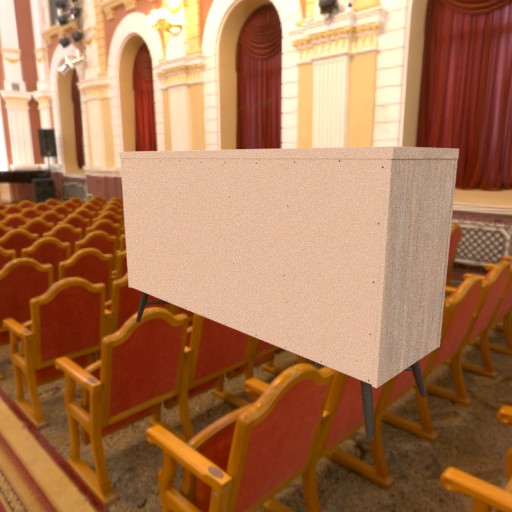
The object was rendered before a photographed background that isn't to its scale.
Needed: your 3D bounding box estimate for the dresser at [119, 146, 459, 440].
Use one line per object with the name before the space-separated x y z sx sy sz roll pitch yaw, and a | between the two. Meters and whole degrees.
dresser | 0.000 0.000 1.977 0.457 0.914 1.524 -12 17 -43
